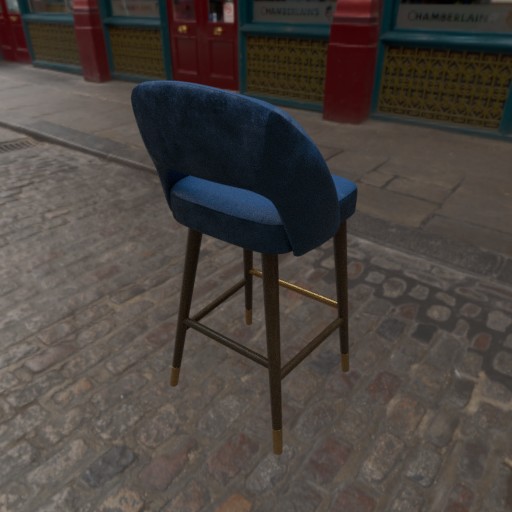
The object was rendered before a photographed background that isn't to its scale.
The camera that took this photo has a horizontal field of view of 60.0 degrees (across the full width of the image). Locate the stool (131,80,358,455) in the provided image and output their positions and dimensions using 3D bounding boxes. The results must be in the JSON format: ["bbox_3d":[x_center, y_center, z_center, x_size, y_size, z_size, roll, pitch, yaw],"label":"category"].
[{"bbox_3d":[0.000,0.000,1.305,0.514,1.016,0.515,21,35,32],"label":"stool"}]
